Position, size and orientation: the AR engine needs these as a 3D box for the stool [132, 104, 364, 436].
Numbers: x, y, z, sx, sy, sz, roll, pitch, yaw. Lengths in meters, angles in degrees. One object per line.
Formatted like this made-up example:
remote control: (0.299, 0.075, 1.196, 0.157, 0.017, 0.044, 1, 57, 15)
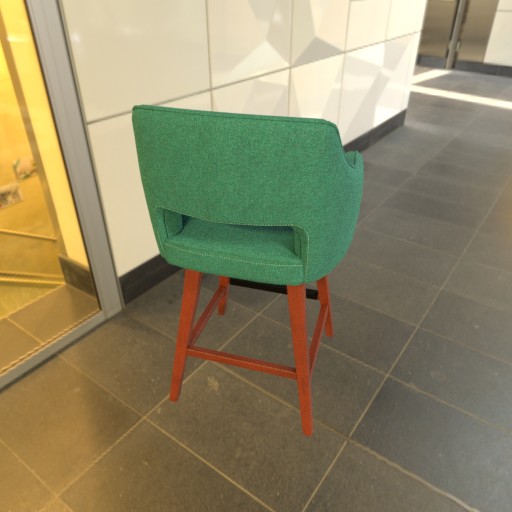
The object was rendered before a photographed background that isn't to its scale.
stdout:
stool: (0.000, 0.000, 1.304, 0.548, 0.961, 0.556, 9, 34, 14)
